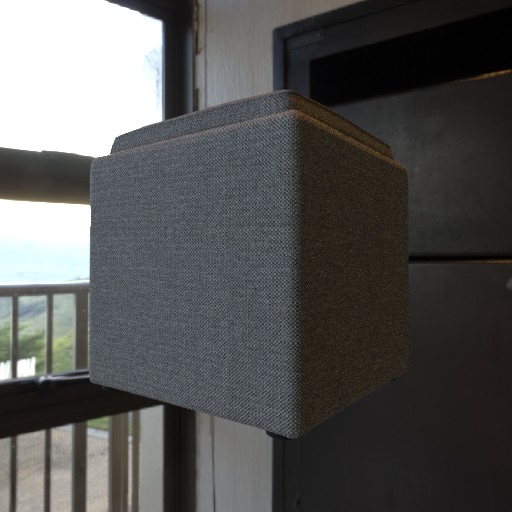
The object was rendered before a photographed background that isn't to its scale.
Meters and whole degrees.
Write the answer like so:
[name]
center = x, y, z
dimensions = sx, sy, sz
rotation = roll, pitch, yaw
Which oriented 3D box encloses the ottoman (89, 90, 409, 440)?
[ottoman]
center = 0.000, 0.000, 0.857
dimensions = 0.454, 0.487, 0.436
rotation = -1, -1, 37
